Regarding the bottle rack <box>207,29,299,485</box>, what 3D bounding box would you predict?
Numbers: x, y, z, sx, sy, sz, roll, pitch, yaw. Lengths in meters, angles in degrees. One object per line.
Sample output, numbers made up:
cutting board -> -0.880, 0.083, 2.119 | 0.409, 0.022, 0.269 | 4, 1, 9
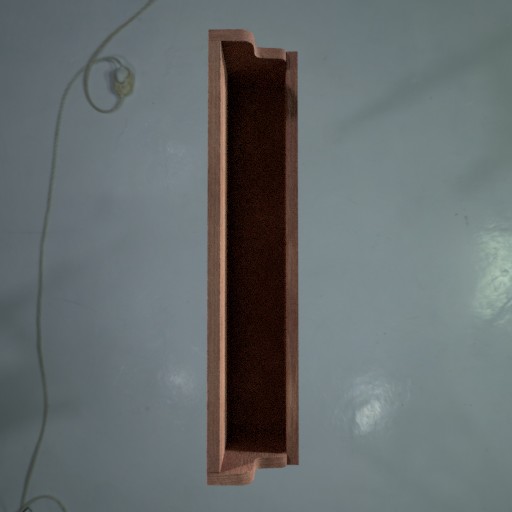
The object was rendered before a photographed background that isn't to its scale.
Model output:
bottle rack -> 0.000, 0.000, 0.687 | 0.126, 0.196, 0.608 | 0, 88, 1
